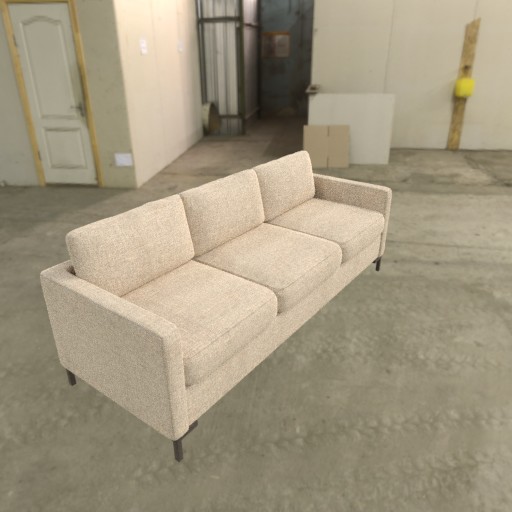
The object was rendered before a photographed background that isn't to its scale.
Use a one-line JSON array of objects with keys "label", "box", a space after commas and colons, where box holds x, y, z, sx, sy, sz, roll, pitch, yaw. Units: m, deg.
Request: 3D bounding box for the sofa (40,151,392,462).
[{"label": "sofa", "box": [0.000, 0.000, 2.692, 0.859, 0.874, 2.218, 18, 31, 32]}]
